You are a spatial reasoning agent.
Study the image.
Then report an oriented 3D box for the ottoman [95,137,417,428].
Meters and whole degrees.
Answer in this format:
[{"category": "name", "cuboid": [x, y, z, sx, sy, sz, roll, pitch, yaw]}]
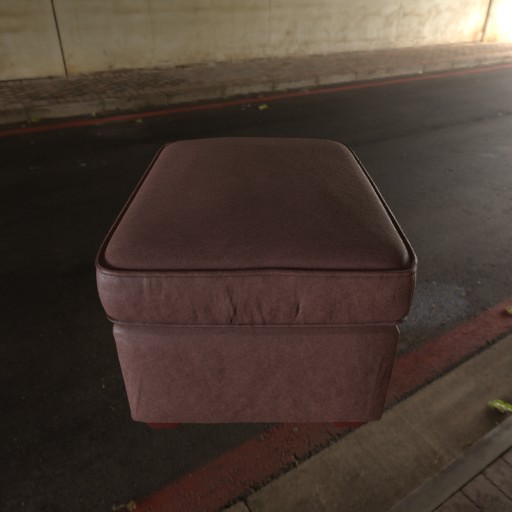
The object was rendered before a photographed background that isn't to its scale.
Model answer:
[{"category": "ottoman", "cuboid": [0.000, 0.000, 1.102, 0.548, 0.449, 0.749, 0, 31, 0]}]
